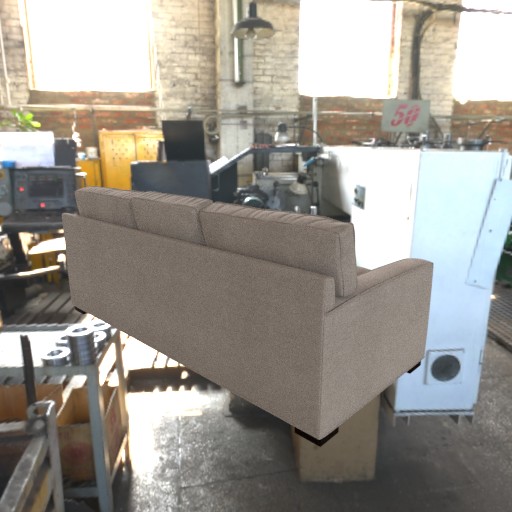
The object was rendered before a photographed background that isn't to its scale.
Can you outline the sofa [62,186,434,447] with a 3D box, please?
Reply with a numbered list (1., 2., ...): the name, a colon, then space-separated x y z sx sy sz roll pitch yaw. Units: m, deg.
1. sofa: 0.000 0.000 2.766 2.087 0.861 1.496 13 19 42
